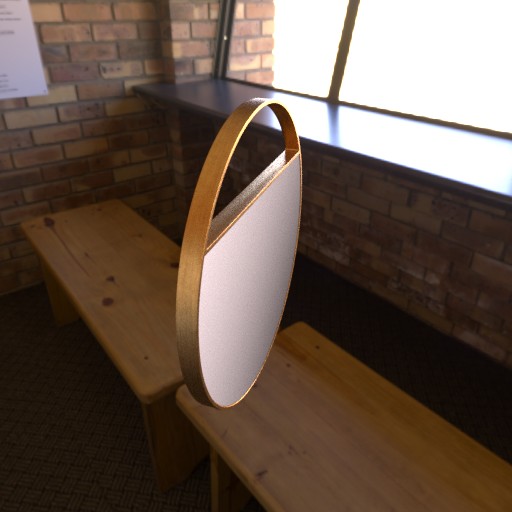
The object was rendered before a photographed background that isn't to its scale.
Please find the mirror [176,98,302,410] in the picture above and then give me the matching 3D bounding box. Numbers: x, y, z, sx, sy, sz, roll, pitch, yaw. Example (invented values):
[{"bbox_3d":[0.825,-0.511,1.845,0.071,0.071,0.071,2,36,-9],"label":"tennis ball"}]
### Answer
[{"bbox_3d":[0.000,0.000,0.843,0.032,0.565,0.565,10,31,17],"label":"mirror"}]
